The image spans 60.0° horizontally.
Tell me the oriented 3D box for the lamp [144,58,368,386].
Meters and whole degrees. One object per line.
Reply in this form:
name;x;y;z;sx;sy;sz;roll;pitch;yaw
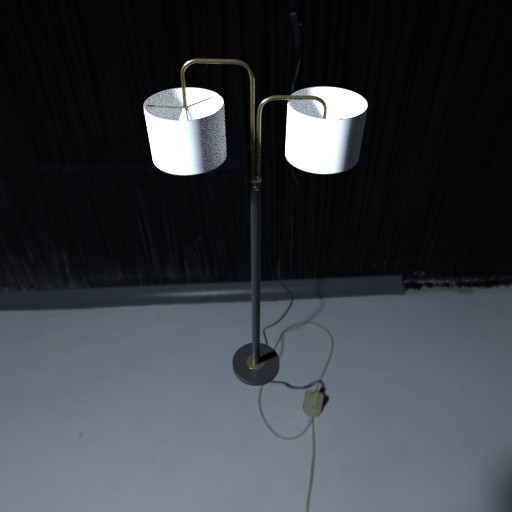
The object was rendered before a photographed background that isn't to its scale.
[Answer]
lamp;0.000;0.000;1.857;0.711;1.587;0.254;-1;42;-1
